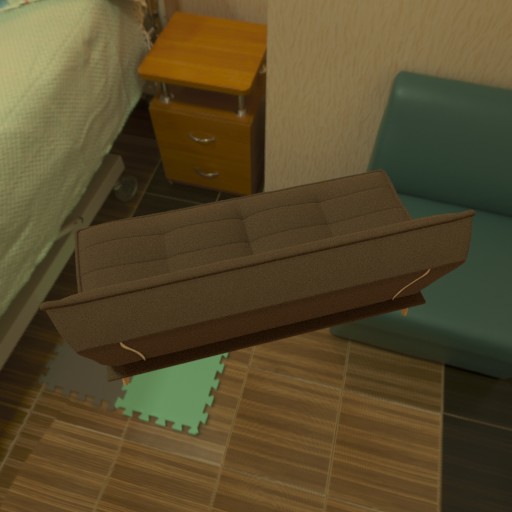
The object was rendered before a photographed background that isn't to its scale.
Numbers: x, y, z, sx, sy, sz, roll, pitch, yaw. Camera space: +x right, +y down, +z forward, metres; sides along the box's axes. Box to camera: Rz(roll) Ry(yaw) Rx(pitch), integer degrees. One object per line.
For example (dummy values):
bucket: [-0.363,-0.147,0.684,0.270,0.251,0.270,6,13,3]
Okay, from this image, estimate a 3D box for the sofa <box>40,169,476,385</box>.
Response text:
sofa: [0.000,0.000,2.417,1.940,0.890,0.950,-12,57,-8]
